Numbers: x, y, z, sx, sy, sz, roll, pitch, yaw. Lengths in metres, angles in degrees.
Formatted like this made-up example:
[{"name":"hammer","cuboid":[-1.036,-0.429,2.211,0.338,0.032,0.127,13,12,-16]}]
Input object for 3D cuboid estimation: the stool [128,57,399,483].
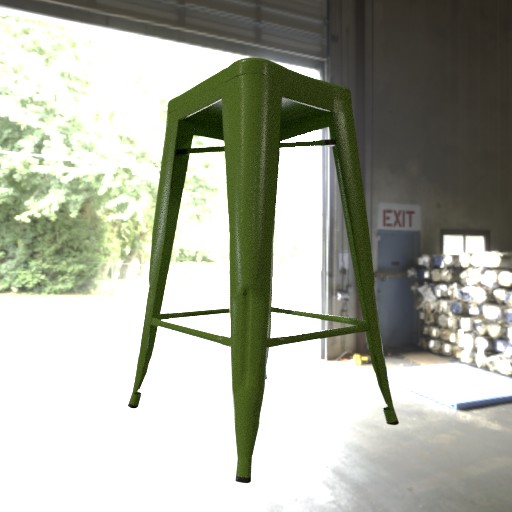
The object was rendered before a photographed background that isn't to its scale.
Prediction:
[{"name":"stool","cuboid":[0.000,0.000,0.848,0.358,0.609,0.398,0,0,-38]}]
